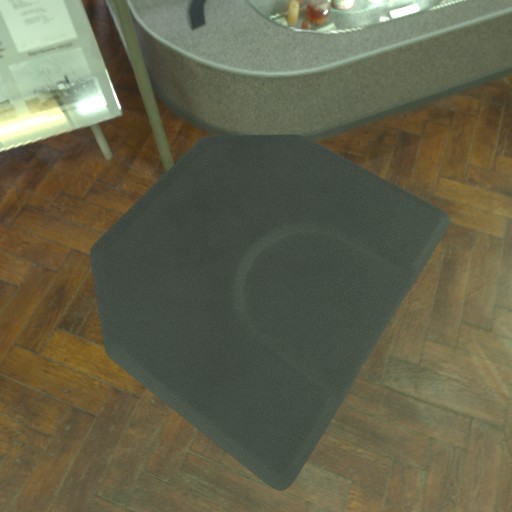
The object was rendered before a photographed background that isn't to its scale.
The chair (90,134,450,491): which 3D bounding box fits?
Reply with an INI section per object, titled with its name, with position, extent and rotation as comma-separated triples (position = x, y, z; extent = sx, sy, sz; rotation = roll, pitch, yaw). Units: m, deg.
[chair]
position = 0.000, 0.000, 1.901
extent = 1.219, 0.024, 1.372
rotation = 33, 67, 15
